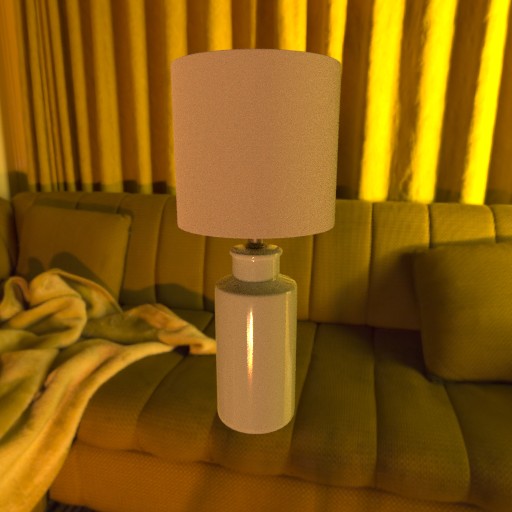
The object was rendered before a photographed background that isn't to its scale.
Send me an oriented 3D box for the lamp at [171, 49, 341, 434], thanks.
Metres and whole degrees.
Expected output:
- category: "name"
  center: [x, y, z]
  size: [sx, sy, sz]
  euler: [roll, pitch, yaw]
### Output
- category: "lamp"
  center: [0.000, 0.000, 0.619]
  size: [0.212, 0.493, 0.212]
  euler: [-2, 14, -8]
